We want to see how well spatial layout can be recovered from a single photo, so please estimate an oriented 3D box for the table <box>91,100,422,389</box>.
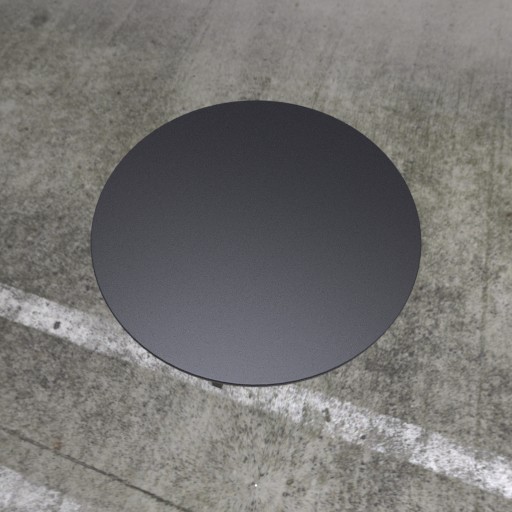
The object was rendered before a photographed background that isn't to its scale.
[{"bbox_3d":[0.000,0.000,1.442,0.914,0.457,0.914,0,63,0],"label":"table"}]
